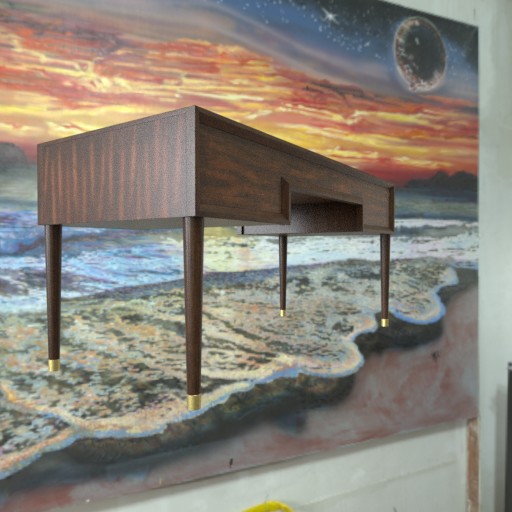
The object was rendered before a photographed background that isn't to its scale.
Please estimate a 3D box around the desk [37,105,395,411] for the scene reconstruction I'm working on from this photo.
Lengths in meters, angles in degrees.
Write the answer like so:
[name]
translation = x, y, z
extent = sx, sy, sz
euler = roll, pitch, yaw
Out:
[desk]
translation = 0.000, 0.000, 1.941
extent = 0.724, 0.762, 1.575
euler = 1, 1, 35
